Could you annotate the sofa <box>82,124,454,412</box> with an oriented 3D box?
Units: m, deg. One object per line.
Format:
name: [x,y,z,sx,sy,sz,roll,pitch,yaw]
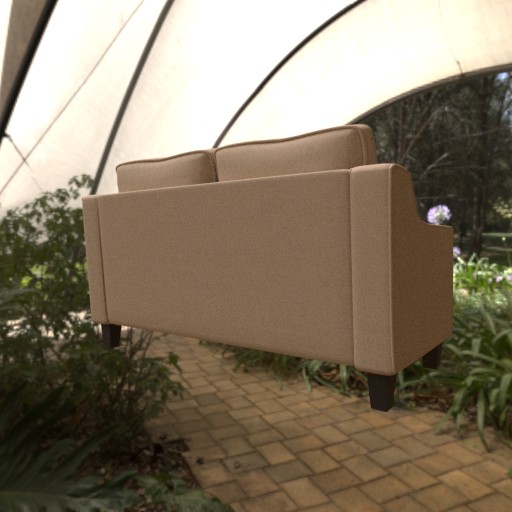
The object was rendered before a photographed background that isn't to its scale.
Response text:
sofa: [0.000,0.000,3.415,2.587,1.562,1.351,1,2,36]
